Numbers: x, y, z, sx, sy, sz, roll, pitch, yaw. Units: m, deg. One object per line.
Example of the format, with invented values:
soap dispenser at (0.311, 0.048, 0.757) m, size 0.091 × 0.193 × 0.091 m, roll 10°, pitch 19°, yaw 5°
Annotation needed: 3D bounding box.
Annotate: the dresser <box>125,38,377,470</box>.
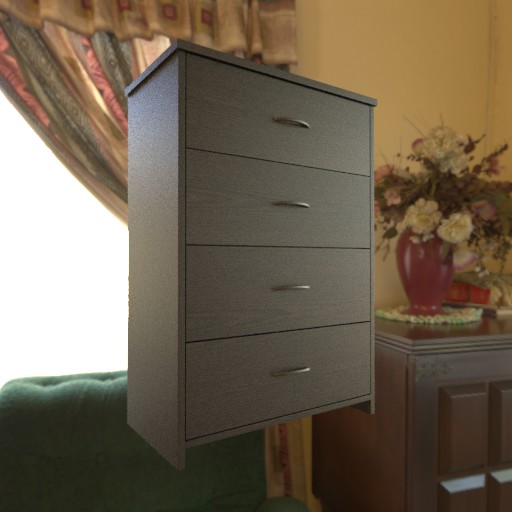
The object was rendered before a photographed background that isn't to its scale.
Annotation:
dresser at (0.000, 0.000, 1.392) m, size 0.704 × 1.020 × 0.399 m, roll 0°, pitch -1°, yaw -35°
